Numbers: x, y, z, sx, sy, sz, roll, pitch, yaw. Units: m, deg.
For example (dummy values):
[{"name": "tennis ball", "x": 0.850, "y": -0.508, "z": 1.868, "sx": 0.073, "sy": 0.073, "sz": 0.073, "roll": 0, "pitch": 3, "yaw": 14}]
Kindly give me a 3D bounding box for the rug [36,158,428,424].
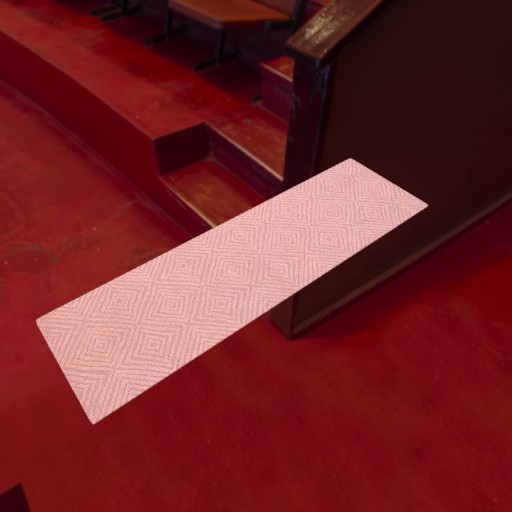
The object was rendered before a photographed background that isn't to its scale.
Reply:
[{"name": "rug", "x": 0.000, "y": 0.000, "z": 2.517, "sx": 2.277, "sy": 0.008, "sz": 0.676, "roll": -30, "pitch": 53, "yaw": -26}]
